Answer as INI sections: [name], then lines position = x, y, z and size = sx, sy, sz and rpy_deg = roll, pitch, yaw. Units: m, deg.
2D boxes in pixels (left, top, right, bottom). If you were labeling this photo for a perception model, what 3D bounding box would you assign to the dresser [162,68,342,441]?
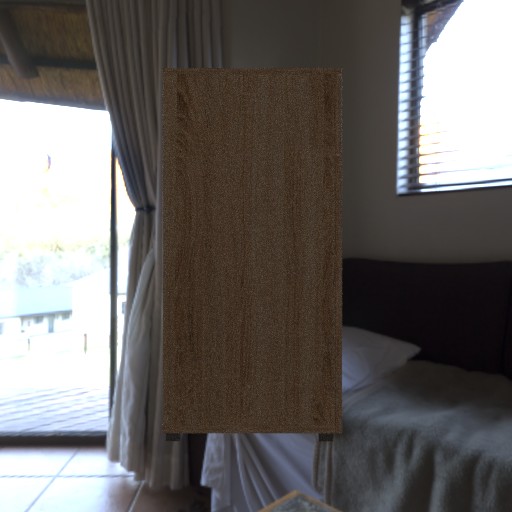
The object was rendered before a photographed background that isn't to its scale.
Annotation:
[dresser]
position = 0.000, 0.000, 1.615
size = 0.450, 0.900, 1.100
rpy_deg = 0, 0, 0
